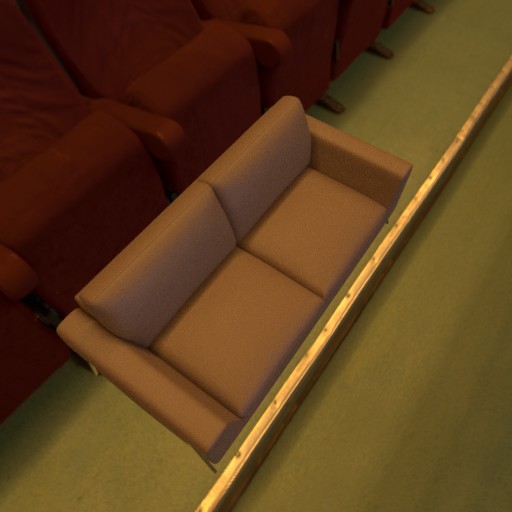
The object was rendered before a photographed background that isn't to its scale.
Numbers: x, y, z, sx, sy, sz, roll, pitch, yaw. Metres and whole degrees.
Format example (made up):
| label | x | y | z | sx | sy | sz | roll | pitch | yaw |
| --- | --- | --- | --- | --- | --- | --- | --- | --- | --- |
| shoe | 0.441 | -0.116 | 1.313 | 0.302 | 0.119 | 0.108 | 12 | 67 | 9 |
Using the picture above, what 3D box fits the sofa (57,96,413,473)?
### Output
| label | x | y | z | sx | sy | sz | roll | pitch | yaw |
| --- | --- | --- | --- | --- | --- | --- | --- | --- | --- |
| sofa | 0.000 | 0.000 | 2.548 | 0.953 | 0.875 | 2.017 | 31 | 63 | 18 |
